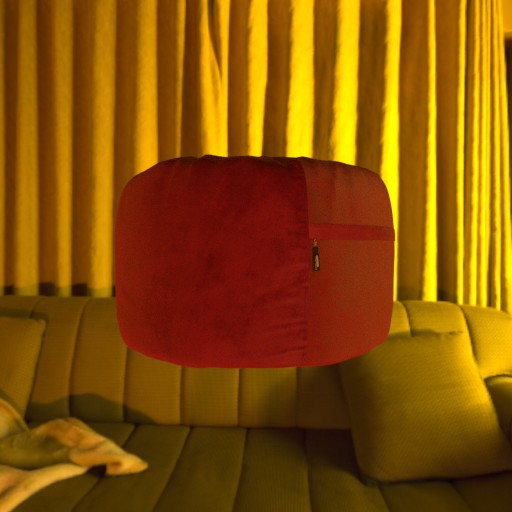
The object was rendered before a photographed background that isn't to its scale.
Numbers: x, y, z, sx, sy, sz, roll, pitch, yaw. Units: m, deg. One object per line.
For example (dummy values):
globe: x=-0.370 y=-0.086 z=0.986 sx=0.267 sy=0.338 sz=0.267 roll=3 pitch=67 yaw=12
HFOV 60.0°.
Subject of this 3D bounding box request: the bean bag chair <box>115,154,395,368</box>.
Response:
bean bag chair: x=0.000 y=0.000 z=2.008 sx=1.219 sy=0.762 sz=1.219 roll=0 pitch=1 yaw=0
